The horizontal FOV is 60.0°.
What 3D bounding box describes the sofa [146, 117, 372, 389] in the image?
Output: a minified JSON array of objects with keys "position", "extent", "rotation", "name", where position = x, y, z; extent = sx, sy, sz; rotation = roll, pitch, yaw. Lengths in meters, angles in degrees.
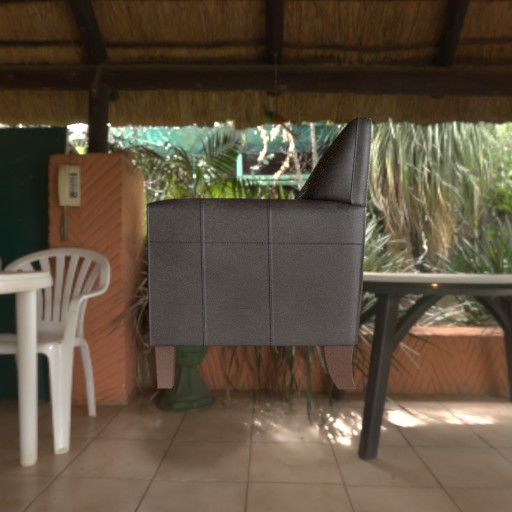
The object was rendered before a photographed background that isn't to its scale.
[{"position":[0.000,0.000,2.512],"extent":[0.805,0.947,2.053],"rotation":[0,0,0],"name":"sofa"}]
